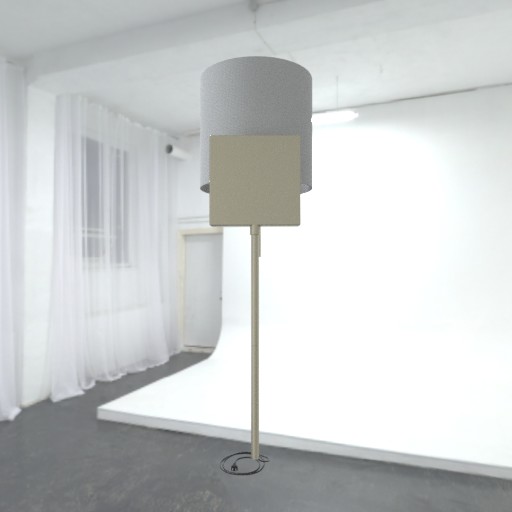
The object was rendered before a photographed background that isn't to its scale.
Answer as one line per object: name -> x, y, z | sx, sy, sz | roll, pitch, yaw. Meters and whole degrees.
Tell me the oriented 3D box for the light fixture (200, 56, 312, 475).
light fixture -> 0.000, 0.000, 0.714 | 0.188, 0.589, 0.248 | 0, -1, 1
